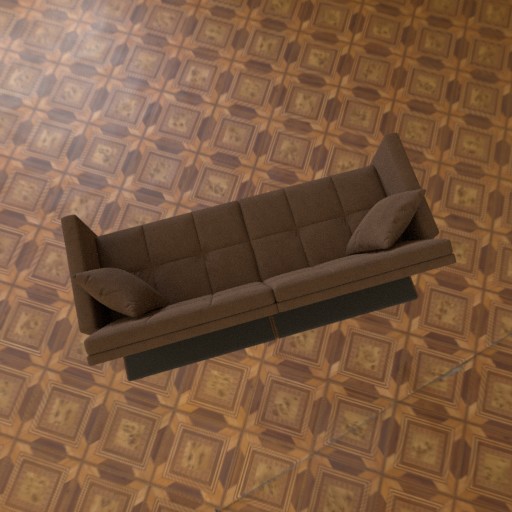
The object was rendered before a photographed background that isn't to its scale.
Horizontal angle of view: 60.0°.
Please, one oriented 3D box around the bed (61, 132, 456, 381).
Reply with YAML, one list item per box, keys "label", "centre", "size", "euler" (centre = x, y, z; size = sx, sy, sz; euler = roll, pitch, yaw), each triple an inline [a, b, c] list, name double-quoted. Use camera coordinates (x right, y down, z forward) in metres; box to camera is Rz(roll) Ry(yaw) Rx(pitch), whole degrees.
- label: "bed"
  centre: [0.000, 0.000, 2.432]
  size: [1.905, 0.787, 0.889]
  euler: [-15, 74, -4]
